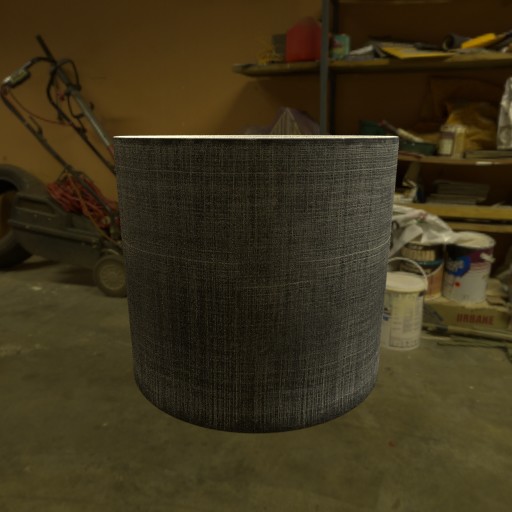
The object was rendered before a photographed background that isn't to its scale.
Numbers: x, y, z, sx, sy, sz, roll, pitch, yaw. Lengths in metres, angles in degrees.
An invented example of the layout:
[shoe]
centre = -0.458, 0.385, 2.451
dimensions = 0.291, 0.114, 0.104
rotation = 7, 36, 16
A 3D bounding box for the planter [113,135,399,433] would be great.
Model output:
[planter]
centre = 0.000, 0.000, 0.385
dimensions = 0.221, 0.201, 0.221
rotation = 0, 16, 0
